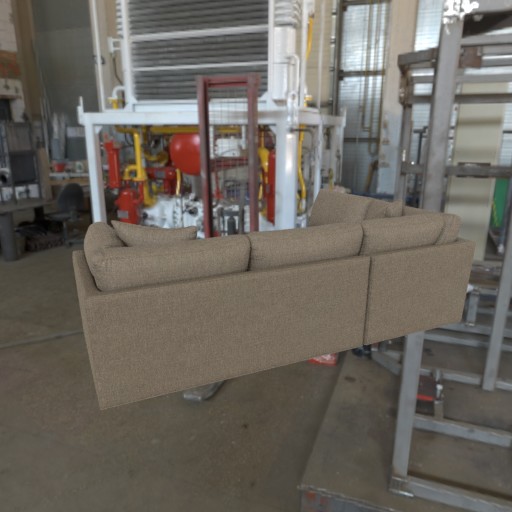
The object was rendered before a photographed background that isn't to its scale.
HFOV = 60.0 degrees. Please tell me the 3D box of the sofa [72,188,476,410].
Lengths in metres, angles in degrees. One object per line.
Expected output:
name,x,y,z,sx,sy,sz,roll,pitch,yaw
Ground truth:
sofa,0.000,0.000,3.802,2.896,0.978,1.994,-7,18,-24
